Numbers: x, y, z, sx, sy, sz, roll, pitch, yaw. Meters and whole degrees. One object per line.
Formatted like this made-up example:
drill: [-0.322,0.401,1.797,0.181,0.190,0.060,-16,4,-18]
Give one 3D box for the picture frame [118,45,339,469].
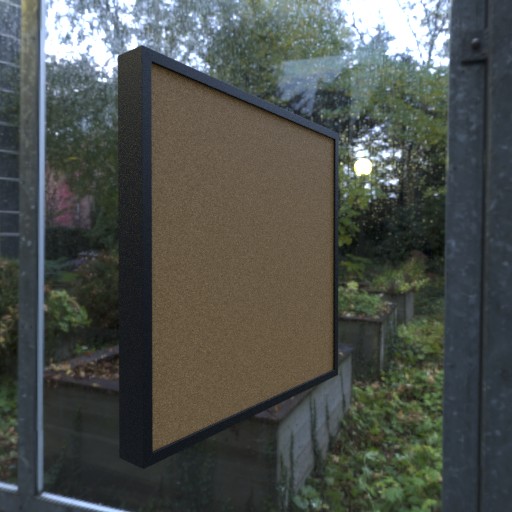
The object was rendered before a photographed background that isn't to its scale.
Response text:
picture frame: [0.000,0.000,0.466,0.030,0.317,0.317,1,1,37]
